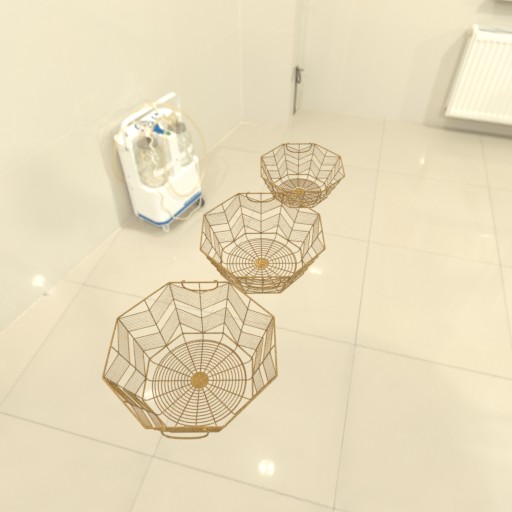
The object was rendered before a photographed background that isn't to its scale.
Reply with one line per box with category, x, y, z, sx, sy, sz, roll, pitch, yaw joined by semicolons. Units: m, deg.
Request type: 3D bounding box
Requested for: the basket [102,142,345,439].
basket;0.000;0.000;1.387;0.432;0.178;1.245;16;49;15
